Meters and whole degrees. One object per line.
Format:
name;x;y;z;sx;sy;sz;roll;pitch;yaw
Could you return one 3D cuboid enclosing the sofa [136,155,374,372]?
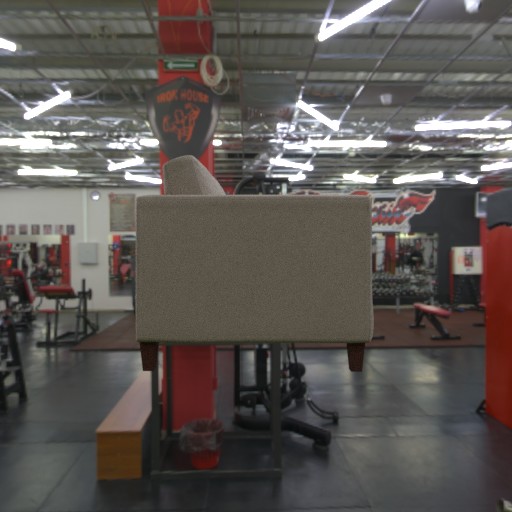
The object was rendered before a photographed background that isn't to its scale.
sofa;0.000;0.000;2.930;0.988;0.912;2.404;0;1;1
